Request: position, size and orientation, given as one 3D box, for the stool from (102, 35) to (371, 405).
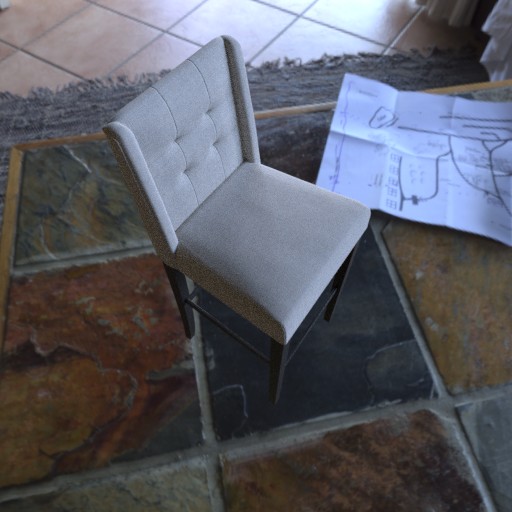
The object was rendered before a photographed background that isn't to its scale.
[{"bbox_3d":[0.000,0.000,1.409,0.509,1.116,0.474,30,62,18],"label":"stool"}]
